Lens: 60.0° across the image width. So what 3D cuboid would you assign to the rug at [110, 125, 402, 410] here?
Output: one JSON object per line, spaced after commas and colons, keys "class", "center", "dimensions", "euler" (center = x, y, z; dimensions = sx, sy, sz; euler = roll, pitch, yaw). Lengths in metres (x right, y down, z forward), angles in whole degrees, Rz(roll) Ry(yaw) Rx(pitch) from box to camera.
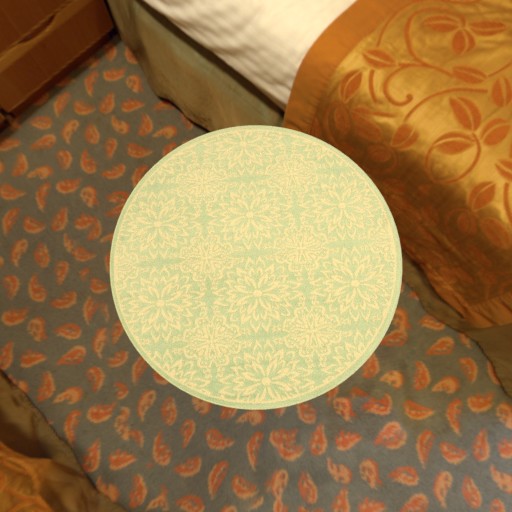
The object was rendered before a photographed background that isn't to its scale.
{"class": "rug", "center": [0.000, 0.000, 2.420], "dimensions": [1.593, 0.012, 1.593], "euler": [0, 76, 0]}
